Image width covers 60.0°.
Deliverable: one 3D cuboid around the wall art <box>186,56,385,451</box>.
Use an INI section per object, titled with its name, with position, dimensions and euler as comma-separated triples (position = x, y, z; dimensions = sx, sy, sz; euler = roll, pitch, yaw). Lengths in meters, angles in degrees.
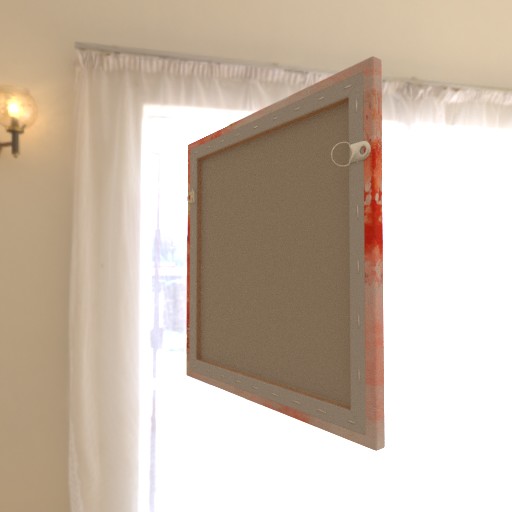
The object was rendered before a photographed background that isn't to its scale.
[wall art]
position = 0.000, 0.000, 1.331
dimensions = 0.066, 0.878, 0.878
euler = 1, -2, -37
